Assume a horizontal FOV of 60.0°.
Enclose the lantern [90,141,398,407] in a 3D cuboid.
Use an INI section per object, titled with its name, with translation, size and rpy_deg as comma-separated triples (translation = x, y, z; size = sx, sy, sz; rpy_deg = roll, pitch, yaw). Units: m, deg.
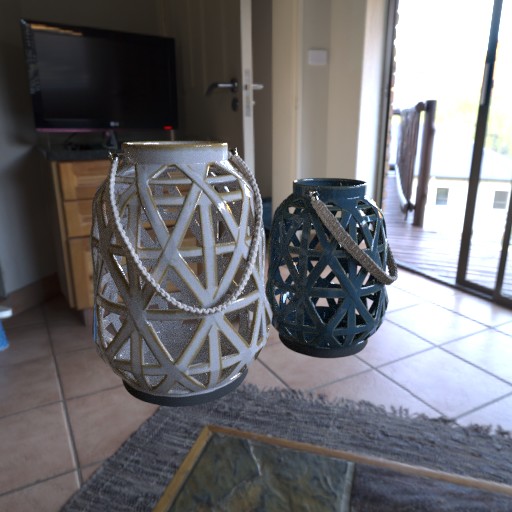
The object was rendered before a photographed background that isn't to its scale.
[lantern]
translation = 0.000, 0.000, 0.613
size = 0.439, 0.307, 0.245
rpy_deg = -8, 18, -26
